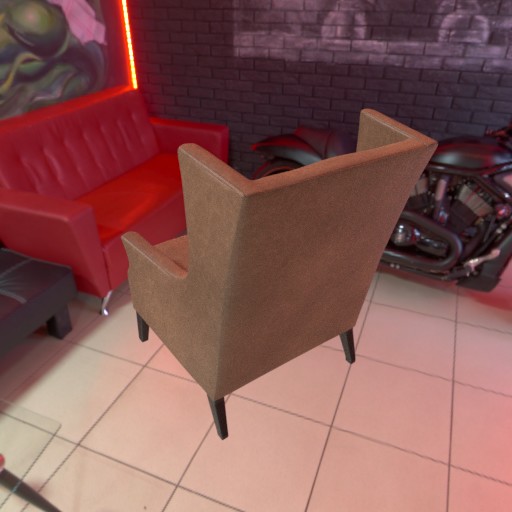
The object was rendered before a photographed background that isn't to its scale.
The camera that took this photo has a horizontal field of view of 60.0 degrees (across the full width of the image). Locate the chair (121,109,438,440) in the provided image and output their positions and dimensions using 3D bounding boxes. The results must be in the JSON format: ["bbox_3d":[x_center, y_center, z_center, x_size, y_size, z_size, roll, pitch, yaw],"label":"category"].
[{"bbox_3d":[0.000,0.000,1.725,0.815,1.088,0.913,-20,37,-30],"label":"chair"}]
